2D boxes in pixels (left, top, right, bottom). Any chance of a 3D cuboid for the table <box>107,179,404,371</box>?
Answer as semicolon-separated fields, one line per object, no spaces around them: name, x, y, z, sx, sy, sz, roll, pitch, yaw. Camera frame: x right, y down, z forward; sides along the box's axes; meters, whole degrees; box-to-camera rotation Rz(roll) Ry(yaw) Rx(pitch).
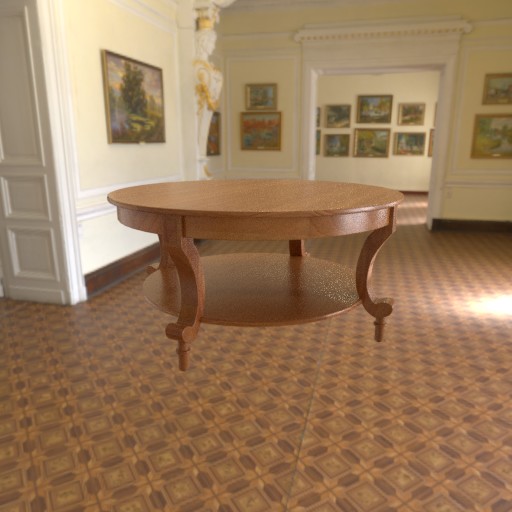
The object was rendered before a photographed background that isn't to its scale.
table;0.000;0.000;1.664;1.029;0.490;1.029;0;14;0
